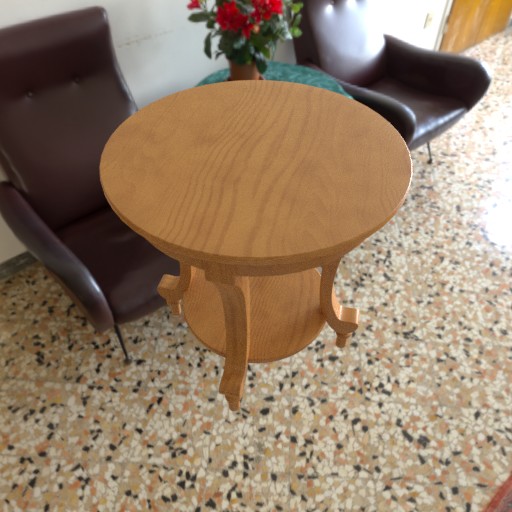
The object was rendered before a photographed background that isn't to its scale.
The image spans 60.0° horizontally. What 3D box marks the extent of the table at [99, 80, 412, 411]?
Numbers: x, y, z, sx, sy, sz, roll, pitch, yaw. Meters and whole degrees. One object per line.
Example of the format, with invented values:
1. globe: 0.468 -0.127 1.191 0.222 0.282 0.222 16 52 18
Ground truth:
1. table: 0.000 0.000 1.088 0.597 0.612 0.597 0 46 0
